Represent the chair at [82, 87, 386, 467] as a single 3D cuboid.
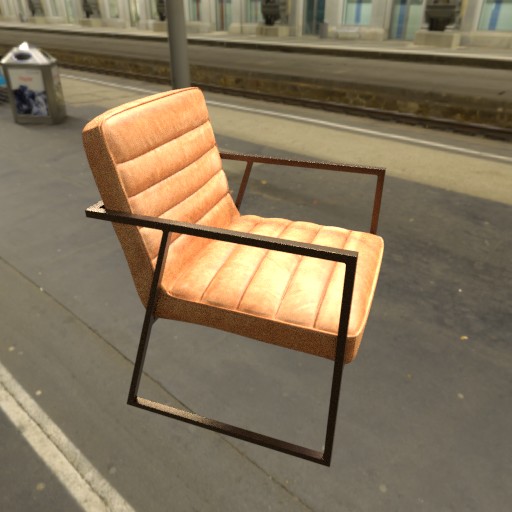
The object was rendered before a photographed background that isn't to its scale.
[{"bbox_3d":[0.000,0.000,1.260,0.677,0.832,0.571,10,31,17],"label":"chair"}]
